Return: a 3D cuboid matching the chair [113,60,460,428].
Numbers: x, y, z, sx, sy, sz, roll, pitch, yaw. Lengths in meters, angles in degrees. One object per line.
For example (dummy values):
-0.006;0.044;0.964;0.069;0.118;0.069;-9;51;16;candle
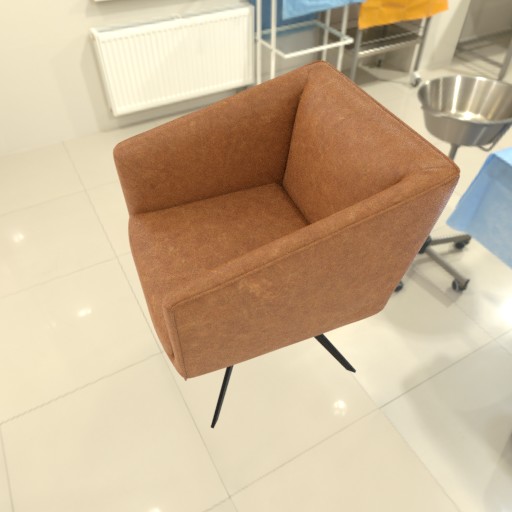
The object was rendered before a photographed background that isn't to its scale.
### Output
0.000;0.000;1.209;0.625;0.760;0.588;-16;48;-15;chair
